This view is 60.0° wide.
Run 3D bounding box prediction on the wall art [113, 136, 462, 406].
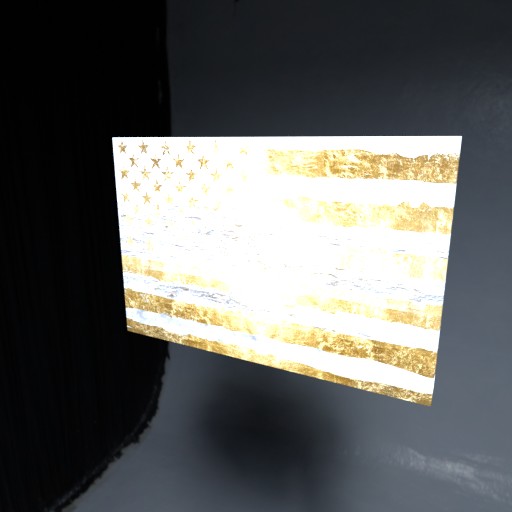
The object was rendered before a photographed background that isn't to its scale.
[{"bbox_3d":[0.000,0.000,1.178,0.932,0.610,0.027,7,16,26],"label":"wall art"}]
